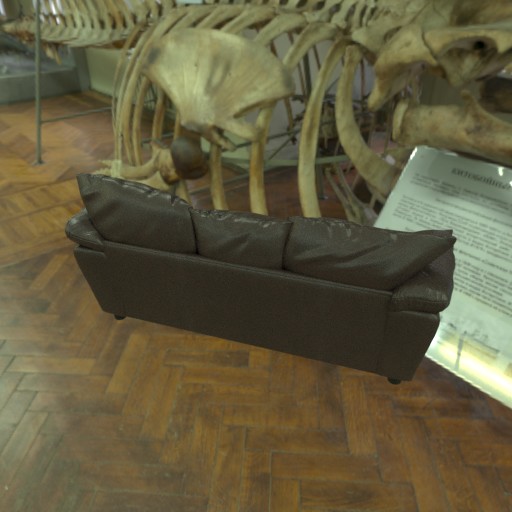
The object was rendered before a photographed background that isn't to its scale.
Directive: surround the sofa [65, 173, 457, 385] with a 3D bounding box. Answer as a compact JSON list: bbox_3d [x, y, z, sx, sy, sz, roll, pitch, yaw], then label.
[{"bbox_3d":[0.000,0.000,2.911,2.390,1.091,0.907,10,33,15],"label":"sofa"}]
